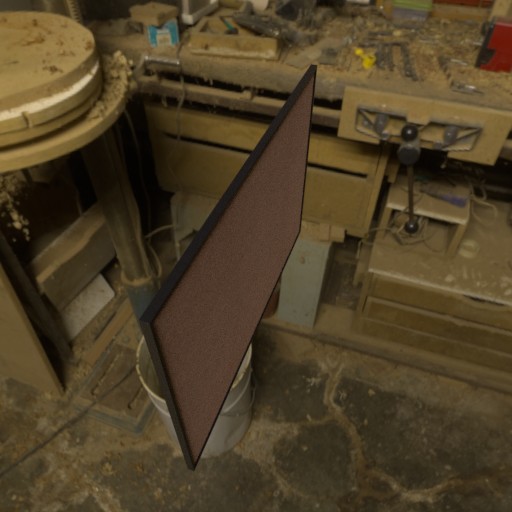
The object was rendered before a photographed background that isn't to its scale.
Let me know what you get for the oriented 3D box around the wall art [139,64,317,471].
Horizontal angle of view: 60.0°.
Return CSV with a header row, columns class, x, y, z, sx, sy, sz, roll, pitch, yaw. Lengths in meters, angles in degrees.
class,x,y,z,sx,sy,sz,roll,pitch,yaw
wall art,0.000,0.000,1.212,0.019,0.660,0.957,15,48,14
